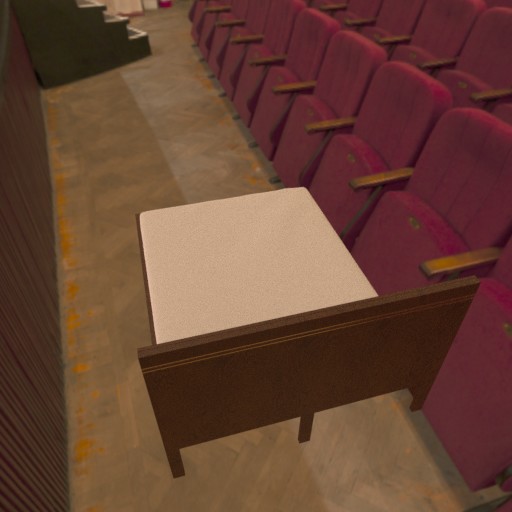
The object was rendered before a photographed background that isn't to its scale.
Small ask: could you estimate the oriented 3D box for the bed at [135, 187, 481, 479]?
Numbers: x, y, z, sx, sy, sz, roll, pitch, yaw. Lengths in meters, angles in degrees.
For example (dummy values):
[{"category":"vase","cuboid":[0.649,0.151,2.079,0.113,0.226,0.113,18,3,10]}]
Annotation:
[{"category":"bed","cuboid":[0.000,0.000,3.141,1.613,1.169,2.221,-10,42,-12]}]
